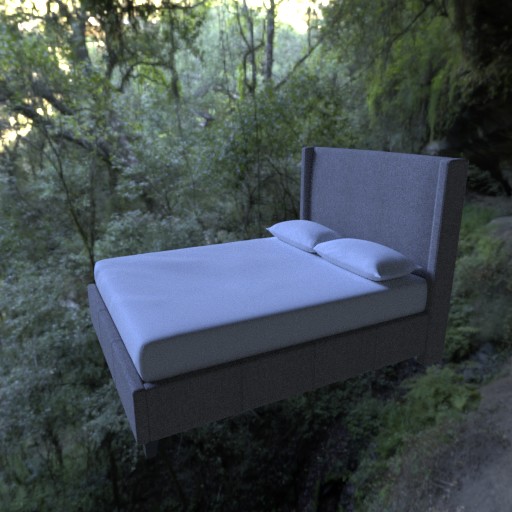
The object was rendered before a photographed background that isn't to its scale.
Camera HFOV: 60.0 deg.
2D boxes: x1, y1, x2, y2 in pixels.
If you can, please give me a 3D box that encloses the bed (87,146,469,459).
[{"bbox_3d":[0.000,0.000,3.310,2.245,1.476,1.714,-8,19,-26],"label":"bed"}]
